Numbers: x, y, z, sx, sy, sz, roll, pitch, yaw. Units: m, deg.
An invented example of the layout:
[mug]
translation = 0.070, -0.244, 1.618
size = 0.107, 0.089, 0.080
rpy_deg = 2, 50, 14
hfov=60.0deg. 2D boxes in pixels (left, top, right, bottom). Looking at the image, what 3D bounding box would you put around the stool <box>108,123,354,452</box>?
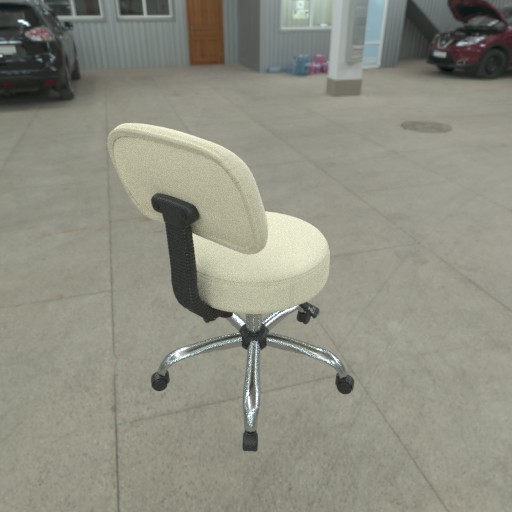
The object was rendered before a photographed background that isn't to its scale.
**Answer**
[stool]
translation = 0.000, 0.000, 1.230
size = 0.609, 0.810, 0.616
rpy_deg = 21, 36, 32
